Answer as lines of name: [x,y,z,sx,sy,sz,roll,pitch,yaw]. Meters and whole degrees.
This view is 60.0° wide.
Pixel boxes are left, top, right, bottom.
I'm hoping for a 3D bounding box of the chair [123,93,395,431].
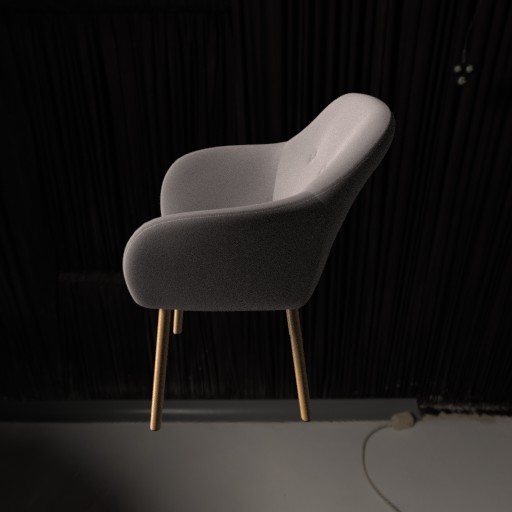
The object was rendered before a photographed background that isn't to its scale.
chair: [0.000,0.000,1.226,0.590,0.830,0.570,0,27,-1]
